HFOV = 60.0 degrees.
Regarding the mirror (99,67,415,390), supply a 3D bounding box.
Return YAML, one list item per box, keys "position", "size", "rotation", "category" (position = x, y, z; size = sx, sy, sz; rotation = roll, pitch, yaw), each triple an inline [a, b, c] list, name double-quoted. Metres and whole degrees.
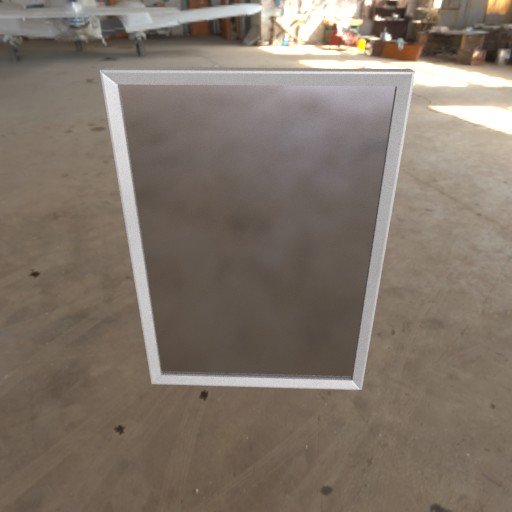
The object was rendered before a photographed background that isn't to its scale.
- position: [0.000, 0.000, 0.905]
  size: [0.507, 0.710, 0.039]
  rotation: [1, 30, 2]
  category: "mirror"
